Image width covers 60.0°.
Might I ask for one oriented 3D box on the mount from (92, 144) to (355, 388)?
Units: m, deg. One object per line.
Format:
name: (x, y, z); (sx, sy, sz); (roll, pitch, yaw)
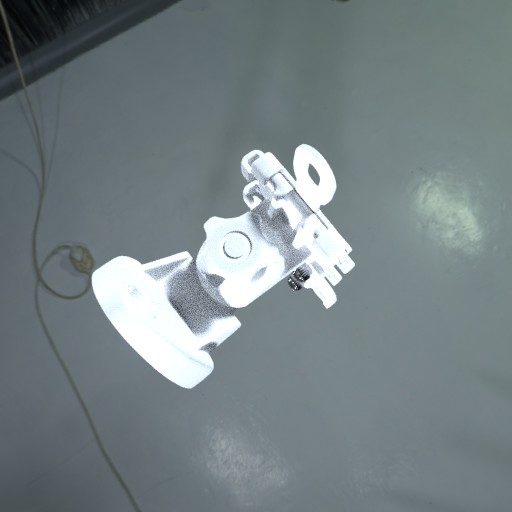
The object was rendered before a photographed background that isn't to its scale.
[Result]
mount: (0.000, 0.000, 0.177); (0.100, 0.118, 0.066); (-36, 78, -9)
